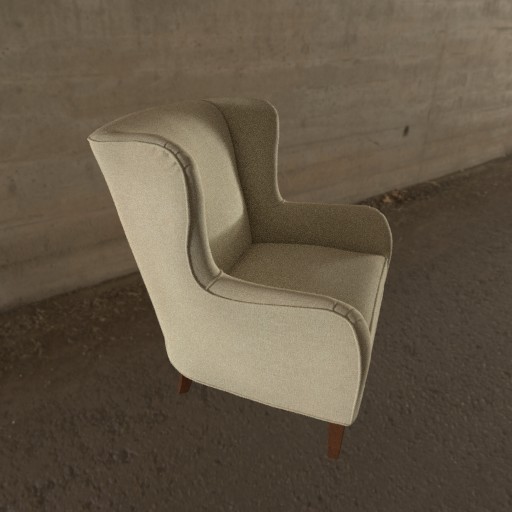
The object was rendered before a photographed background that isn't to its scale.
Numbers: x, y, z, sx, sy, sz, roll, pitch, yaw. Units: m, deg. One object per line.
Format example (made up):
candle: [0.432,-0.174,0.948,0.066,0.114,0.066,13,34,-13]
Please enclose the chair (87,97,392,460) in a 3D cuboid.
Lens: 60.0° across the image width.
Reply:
chair: [0.000,0.000,1.695,0.966,1.040,0.838,10,29,18]
